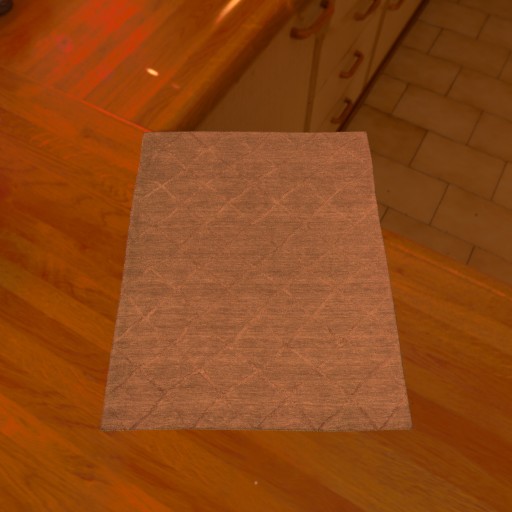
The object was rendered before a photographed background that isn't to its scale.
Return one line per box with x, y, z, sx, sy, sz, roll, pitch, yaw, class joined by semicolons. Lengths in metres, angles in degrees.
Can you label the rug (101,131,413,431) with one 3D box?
0.000;0.000;4.118;2.438;0.013;3.048;0;63;0;rug
